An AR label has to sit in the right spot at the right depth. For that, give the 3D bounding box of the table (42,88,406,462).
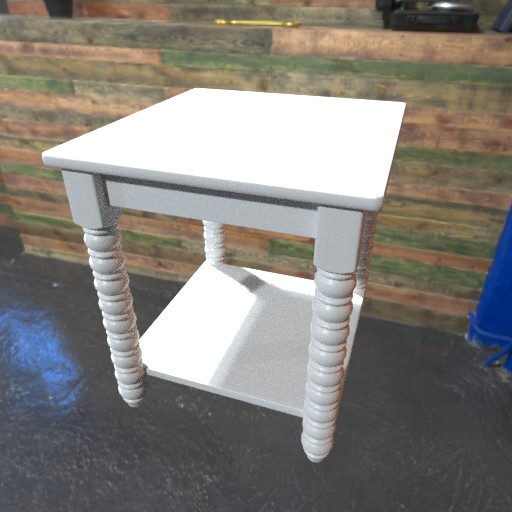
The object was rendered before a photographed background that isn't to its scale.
[{"bbox_3d":[0.000,0.000,0.948,0.500,0.563,0.533,10,33,16],"label":"table"}]
